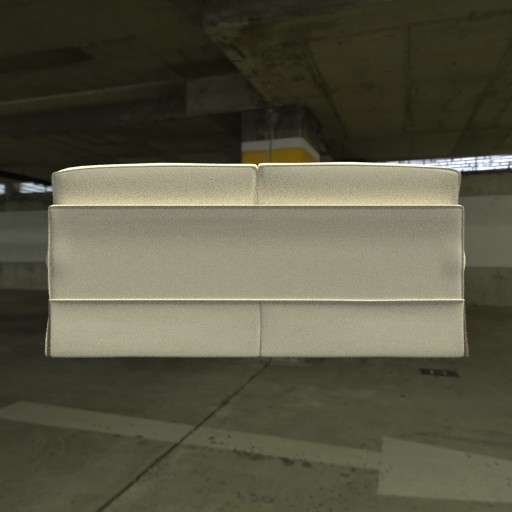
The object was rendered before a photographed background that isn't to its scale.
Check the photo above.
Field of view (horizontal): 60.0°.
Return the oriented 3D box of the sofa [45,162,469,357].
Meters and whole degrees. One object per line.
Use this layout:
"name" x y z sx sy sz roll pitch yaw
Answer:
"sofa" 0.000 0.000 2.458 2.021 0.937 0.862 0 1 0
